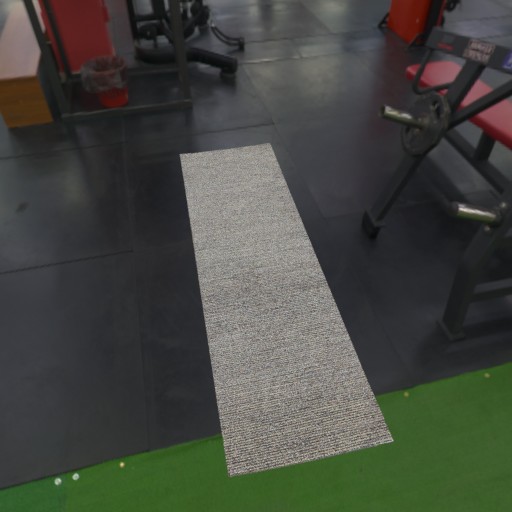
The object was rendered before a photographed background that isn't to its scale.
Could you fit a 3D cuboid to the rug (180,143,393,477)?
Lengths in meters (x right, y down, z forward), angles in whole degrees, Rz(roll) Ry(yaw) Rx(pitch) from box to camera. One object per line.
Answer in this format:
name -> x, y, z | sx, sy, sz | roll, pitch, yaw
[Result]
rug -> 0.000, 0.000, 2.583 | 0.697, 0.013, 2.335 | -8, 47, -8
